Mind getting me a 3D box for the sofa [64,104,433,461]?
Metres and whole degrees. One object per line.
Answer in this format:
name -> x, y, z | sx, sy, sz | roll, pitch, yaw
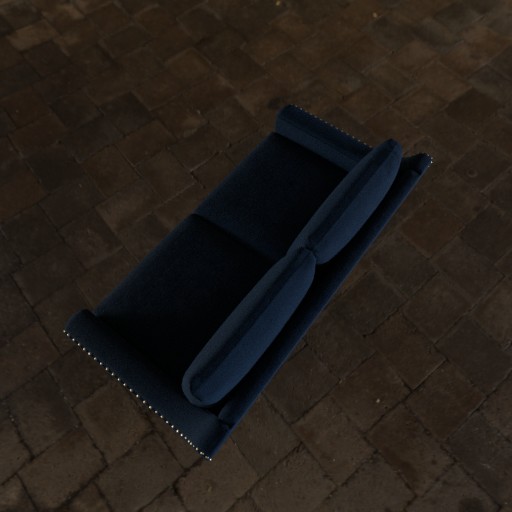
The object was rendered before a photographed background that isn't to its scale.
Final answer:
sofa -> 0.000, 0.000, 2.740 | 1.104, 0.983, 2.107 | 34, 68, 16
